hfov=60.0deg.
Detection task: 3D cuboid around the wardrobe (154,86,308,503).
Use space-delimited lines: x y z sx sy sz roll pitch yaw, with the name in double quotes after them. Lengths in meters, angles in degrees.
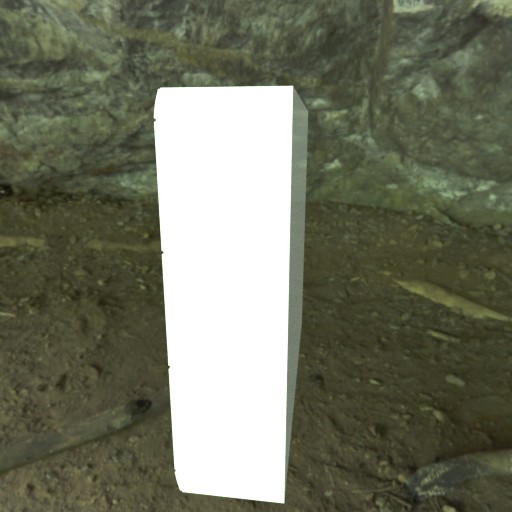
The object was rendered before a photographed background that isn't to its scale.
0.000 0.000 1.847 0.360 1.200 1.340 2 16 8 "wardrobe"
